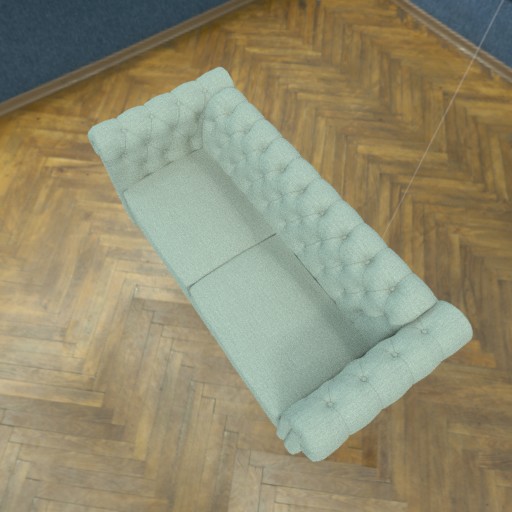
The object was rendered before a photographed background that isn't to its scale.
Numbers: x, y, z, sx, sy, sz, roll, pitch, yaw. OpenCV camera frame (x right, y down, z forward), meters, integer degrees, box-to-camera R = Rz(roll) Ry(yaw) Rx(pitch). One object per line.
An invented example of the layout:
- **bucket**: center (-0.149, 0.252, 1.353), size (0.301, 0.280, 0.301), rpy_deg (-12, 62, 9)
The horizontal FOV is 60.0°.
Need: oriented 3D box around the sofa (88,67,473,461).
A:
- **sofa**: center (0.000, 0.000, 2.204), size (0.783, 0.797, 1.798), rpy_deg (-32, 67, -15)
